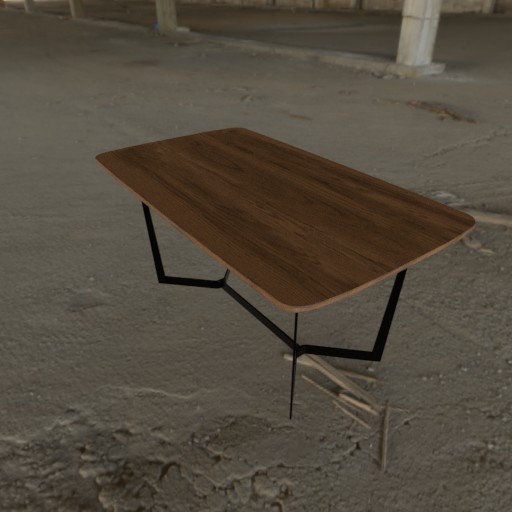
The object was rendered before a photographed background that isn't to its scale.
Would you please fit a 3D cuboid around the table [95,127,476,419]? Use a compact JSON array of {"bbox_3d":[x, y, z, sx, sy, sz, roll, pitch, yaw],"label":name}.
[{"bbox_3d":[0.000,0.000,2.167,0.949,0.765,1.643,-21,37,-30],"label":"table"}]
